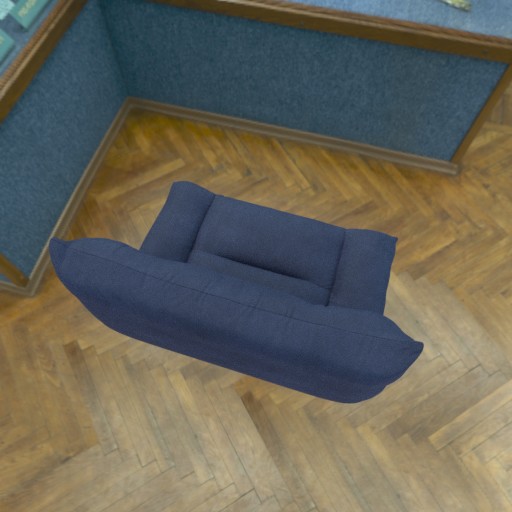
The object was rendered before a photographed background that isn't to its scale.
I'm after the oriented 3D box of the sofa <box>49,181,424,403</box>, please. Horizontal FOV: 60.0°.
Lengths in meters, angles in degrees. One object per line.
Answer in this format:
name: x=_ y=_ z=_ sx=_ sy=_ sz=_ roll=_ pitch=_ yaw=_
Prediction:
sofa: x=0.000 y=0.000 z=1.700 sx=1.122 sy=0.778 sz=0.849 roll=16 pitch=64 yaw=8
